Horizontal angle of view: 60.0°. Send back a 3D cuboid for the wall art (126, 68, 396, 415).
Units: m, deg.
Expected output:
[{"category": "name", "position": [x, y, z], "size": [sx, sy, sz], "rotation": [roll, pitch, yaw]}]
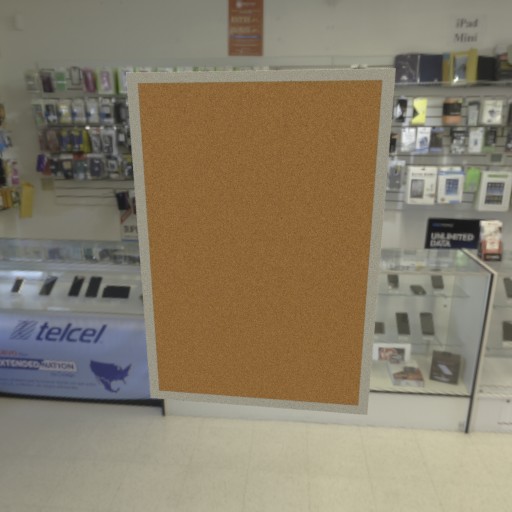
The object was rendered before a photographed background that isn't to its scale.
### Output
[{"category": "wall art", "position": [0.000, 0.000, 1.212], "size": [0.659, 0.940, 0.013], "rotation": [2, 16, 7]}]
